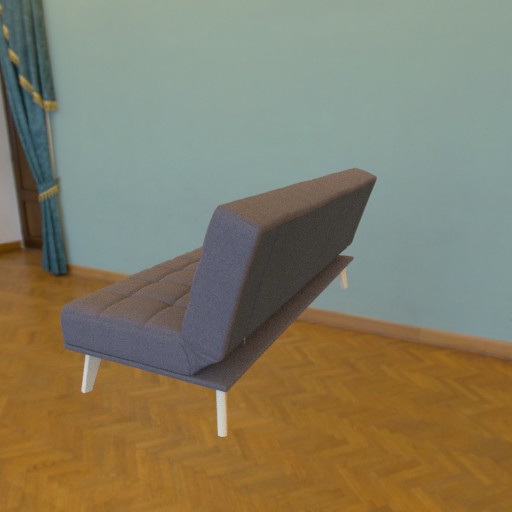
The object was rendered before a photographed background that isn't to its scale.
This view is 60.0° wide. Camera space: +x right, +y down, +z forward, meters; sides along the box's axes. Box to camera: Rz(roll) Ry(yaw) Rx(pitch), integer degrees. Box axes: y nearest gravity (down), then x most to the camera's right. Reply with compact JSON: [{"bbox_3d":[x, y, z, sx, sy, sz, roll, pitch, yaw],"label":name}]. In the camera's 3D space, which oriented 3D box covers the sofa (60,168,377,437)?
[{"bbox_3d":[0.000,0.000,2.291,0.860,0.810,1.800,7,17,24],"label":"sofa"}]
